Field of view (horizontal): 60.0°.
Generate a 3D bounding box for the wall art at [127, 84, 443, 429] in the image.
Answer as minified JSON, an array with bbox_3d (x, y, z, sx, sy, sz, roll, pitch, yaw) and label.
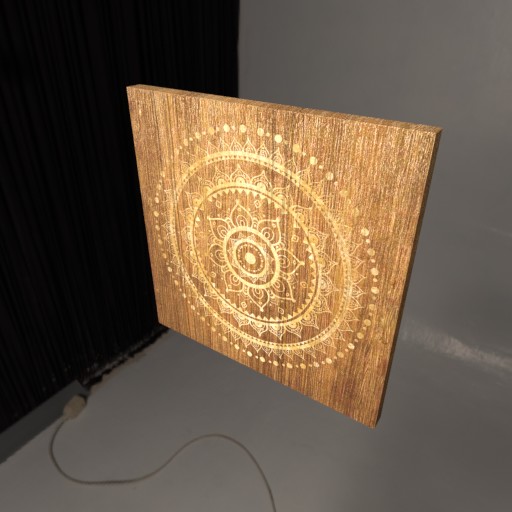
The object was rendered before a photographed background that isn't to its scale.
[{"bbox_3d":[0.000,0.000,0.910,0.611,0.608,0.042,19,35,29],"label":"wall art"}]
